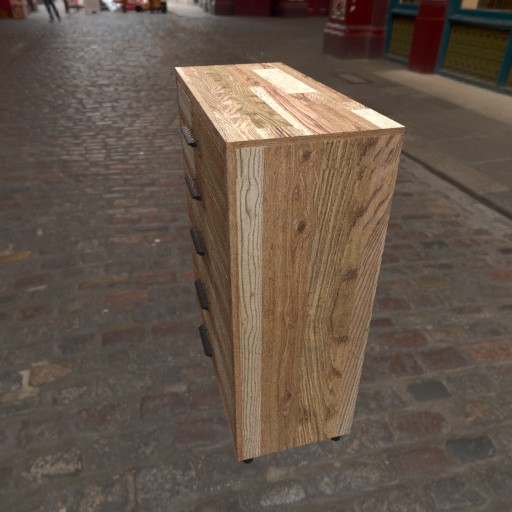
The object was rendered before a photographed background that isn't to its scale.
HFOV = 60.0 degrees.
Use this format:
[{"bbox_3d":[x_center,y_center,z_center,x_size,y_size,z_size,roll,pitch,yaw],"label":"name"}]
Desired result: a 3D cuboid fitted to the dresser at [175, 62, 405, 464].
[{"bbox_3d":[0.000,0.000,1.737,0.480,1.243,0.966,-8,33,-13],"label":"dresser"}]
